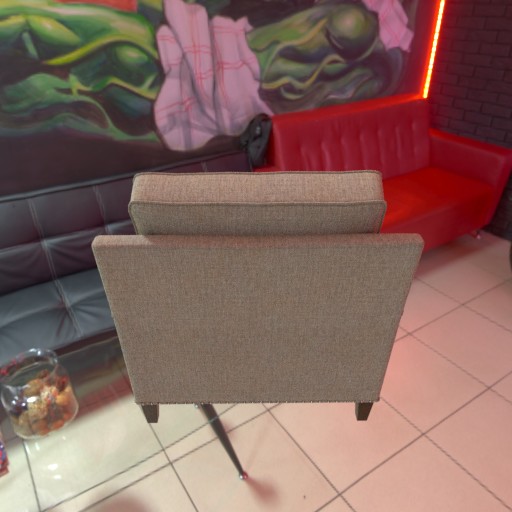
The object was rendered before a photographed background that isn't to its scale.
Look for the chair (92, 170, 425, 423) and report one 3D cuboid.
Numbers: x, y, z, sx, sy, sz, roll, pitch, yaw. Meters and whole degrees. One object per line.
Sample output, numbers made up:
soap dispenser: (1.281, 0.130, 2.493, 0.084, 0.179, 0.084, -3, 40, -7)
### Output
chair: (0.000, 0.000, 1.712, 0.853, 0.943, 1.014, 0, 30, -1)
